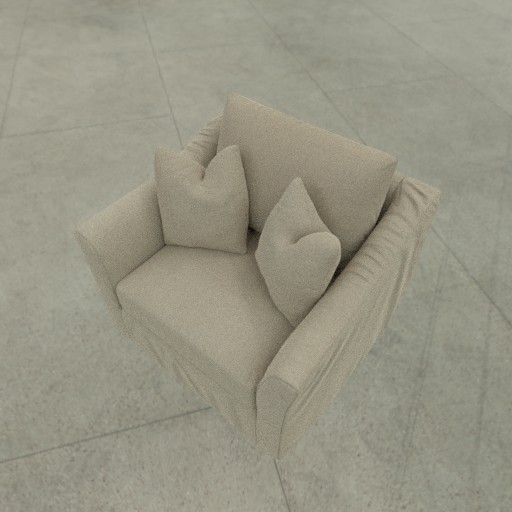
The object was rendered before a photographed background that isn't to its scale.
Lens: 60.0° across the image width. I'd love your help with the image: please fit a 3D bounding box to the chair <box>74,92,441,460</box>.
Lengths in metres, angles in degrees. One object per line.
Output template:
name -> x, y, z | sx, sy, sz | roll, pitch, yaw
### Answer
chair -> 0.000, 0.000, 2.065 | 1.194, 1.093, 1.071 | 31, 54, 26
